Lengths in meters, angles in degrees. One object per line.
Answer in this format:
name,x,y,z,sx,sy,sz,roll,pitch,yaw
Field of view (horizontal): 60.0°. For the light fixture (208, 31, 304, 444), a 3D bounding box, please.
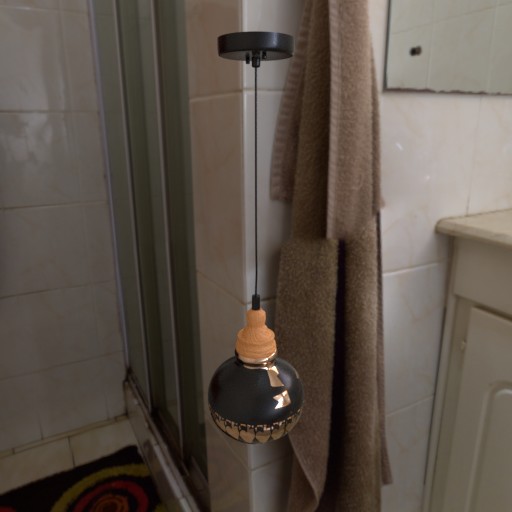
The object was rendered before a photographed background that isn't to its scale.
light fixture,0.000,0.000,1.802,0.430,1.606,0.430,-8,18,-25
